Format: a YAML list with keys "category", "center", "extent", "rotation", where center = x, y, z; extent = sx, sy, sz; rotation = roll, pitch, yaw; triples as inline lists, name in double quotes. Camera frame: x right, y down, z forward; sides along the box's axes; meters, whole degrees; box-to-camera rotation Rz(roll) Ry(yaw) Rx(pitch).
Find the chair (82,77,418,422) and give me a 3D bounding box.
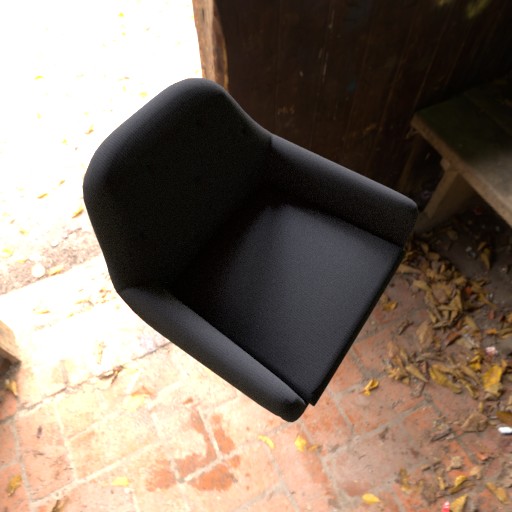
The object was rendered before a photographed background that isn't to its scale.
- category: "chair"
  center: [0.000, 0.000, 1.402]
  extent: [0.779, 0.800, 0.770]
  rotation: [30, 63, 17]
